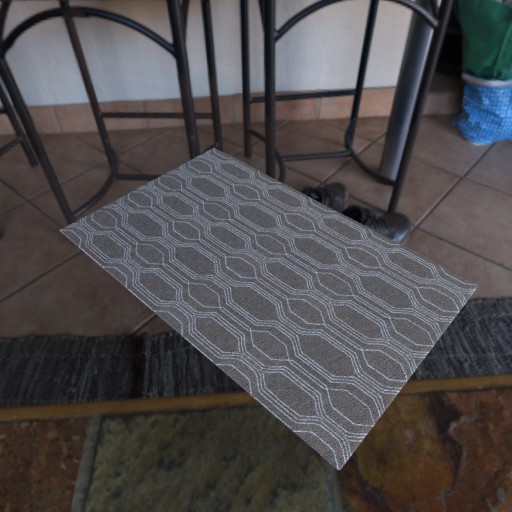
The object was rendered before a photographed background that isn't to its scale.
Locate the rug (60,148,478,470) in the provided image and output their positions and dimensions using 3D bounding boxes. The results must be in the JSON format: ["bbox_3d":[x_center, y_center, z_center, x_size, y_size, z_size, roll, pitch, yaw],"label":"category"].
[{"bbox_3d":[0.000,0.000,3.022,2.457,0.012,1.541,33,53,29],"label":"rug"}]
